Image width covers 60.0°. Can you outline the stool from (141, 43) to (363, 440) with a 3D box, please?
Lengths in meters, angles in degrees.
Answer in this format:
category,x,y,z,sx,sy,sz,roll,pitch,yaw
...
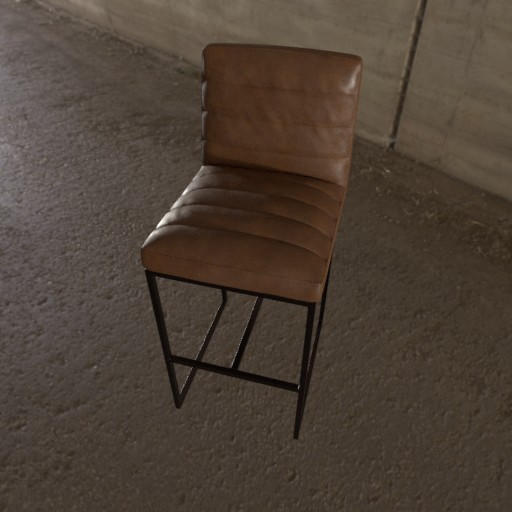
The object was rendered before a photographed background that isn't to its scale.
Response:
category,x,y,z,sx,sy,sz,roll,pitch,yaw
stool,0.000,0.000,1.355,0.463,1.065,0.562,10,42,11
